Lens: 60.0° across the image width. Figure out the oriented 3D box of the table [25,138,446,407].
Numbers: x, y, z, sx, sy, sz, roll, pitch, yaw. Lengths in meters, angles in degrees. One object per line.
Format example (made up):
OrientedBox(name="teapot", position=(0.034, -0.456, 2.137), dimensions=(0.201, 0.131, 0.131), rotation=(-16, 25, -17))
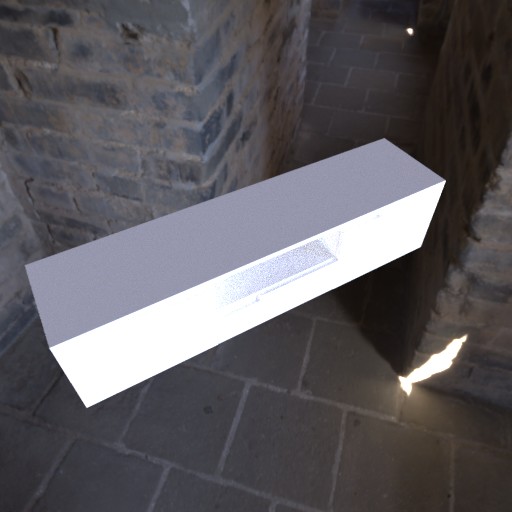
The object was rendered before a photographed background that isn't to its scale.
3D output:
OrientedBox(name="table", position=(0.000, 0.000, 1.876), dimensions=(1.650, 0.420, 0.390), rotation=(-23, 50, -20))
